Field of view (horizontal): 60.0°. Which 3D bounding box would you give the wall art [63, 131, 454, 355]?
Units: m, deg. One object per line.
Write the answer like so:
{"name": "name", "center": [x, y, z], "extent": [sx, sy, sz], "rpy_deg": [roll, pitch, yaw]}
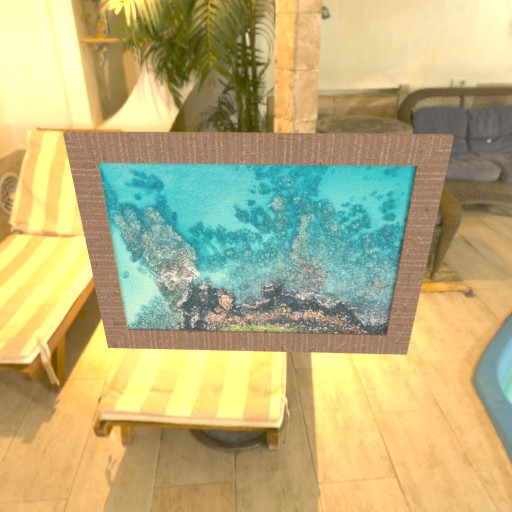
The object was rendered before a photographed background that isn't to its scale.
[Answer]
{"name": "wall art", "center": [0.000, 0.000, 1.387], "extent": [1.056, 0.761, 0.020], "rpy_deg": [1, 29, 2]}
